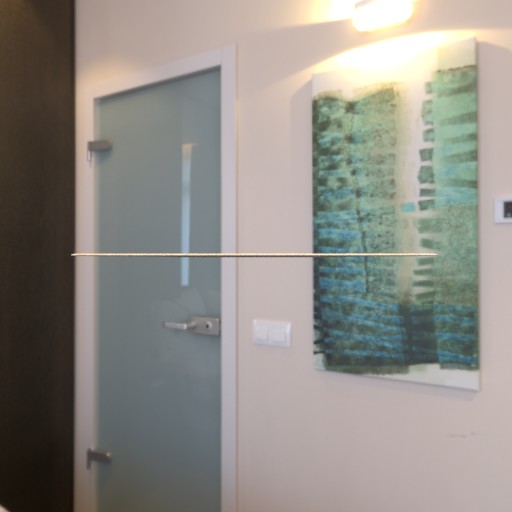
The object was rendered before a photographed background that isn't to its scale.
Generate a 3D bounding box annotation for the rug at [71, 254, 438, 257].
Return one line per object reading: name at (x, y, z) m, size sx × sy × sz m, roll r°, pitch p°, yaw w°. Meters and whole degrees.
rug at (0.000, 0.000, 3.047) m, size 1.529 × 0.012 × 2.435 m, roll 0°, pitch 0°, yaw 0°
